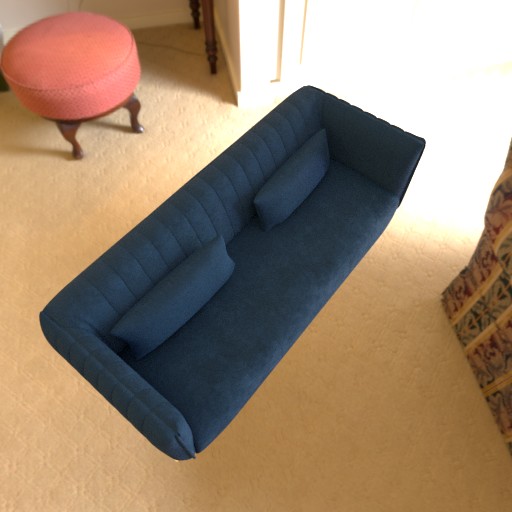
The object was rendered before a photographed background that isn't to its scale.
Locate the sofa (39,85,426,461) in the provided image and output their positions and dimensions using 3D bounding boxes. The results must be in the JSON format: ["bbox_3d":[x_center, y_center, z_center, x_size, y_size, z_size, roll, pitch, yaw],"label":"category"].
[{"bbox_3d":[0.000,0.000,2.524,0.896,0.793,2.136,34,64,19],"label":"sofa"}]
